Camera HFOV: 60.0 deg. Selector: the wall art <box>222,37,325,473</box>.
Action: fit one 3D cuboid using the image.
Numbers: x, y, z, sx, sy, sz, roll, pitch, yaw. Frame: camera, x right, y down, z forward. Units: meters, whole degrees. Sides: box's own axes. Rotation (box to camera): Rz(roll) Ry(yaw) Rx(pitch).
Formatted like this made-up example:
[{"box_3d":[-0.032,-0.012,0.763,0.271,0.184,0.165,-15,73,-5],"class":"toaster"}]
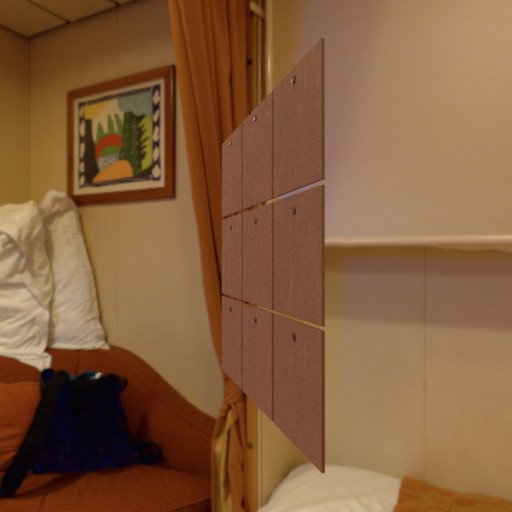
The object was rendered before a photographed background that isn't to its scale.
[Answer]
[{"box_3d":[0.000,0.000,2.275,0.023,1.522,1.526,0,0,-18],"class":"wall art"}]
